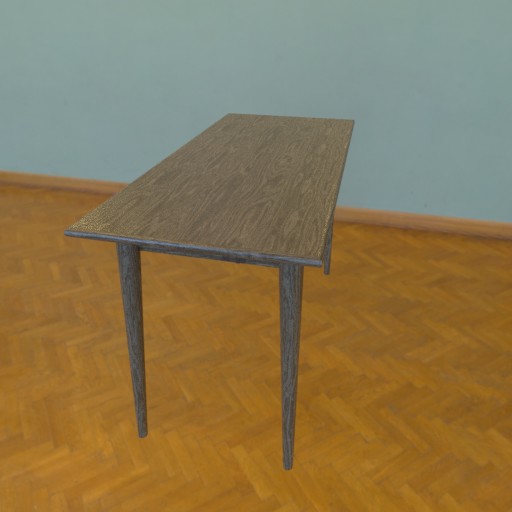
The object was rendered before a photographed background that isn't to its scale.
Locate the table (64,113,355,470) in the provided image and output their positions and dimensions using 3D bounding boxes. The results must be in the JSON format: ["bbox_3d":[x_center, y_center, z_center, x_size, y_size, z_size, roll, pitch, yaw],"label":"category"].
[{"bbox_3d":[0.000,0.000,1.702,0.599,0.780,1.300,7,30,12],"label":"table"}]
